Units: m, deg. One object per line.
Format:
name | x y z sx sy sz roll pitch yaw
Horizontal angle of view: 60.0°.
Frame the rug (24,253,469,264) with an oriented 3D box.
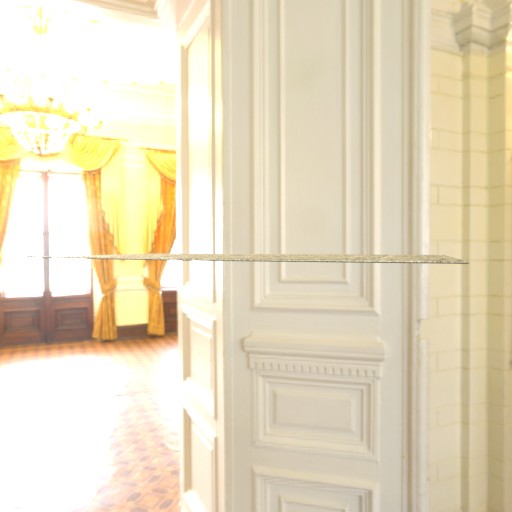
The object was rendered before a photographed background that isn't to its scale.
rug | 0.000 0.000 2.990 2.447 0.021 1.527 0 1 20
